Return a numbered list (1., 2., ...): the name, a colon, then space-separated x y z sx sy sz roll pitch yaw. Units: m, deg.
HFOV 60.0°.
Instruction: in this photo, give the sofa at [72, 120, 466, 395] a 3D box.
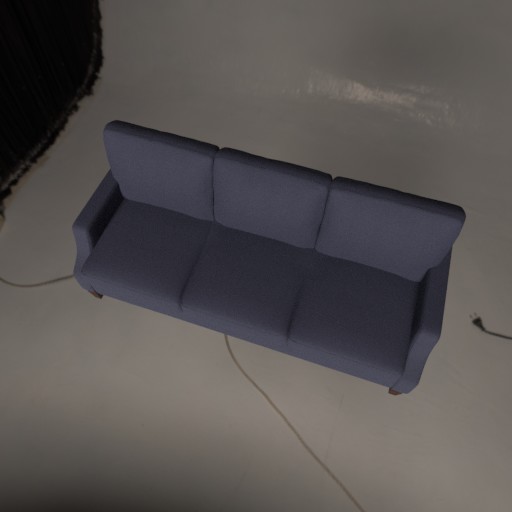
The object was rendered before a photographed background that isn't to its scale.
1. sofa: 0.000 0.000 2.617 2.115 0.984 0.888 16 60 10
